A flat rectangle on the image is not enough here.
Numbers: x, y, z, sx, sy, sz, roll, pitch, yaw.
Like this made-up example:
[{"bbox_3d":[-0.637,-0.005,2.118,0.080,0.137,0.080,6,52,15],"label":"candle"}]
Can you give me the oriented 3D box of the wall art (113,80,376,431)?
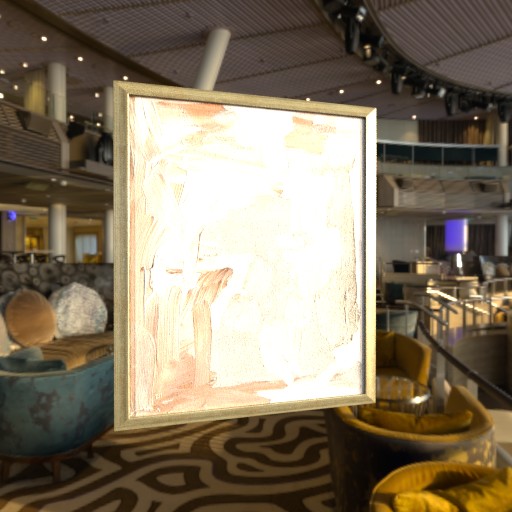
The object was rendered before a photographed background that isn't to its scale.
[{"bbox_3d":[0.000,0.000,0.914,0.559,0.660,0.018,0,0,-16],"label":"wall art"}]
